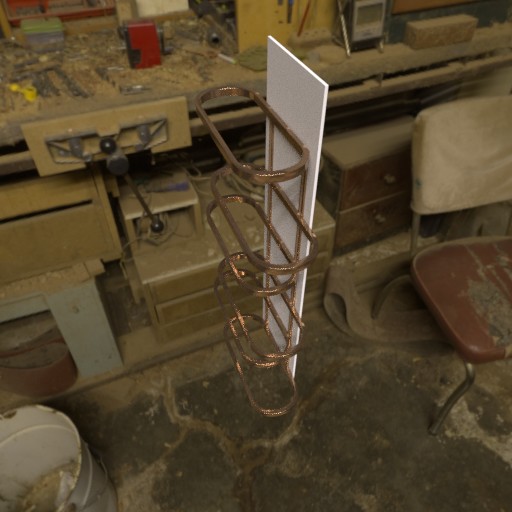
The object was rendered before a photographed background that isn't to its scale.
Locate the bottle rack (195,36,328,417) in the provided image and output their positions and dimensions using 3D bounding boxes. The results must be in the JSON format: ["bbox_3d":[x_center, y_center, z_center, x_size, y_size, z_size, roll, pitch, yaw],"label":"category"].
[{"bbox_3d":[0.000,0.000,0.831,0.118,0.709,0.332,-15,47,-15],"label":"bottle rack"}]
